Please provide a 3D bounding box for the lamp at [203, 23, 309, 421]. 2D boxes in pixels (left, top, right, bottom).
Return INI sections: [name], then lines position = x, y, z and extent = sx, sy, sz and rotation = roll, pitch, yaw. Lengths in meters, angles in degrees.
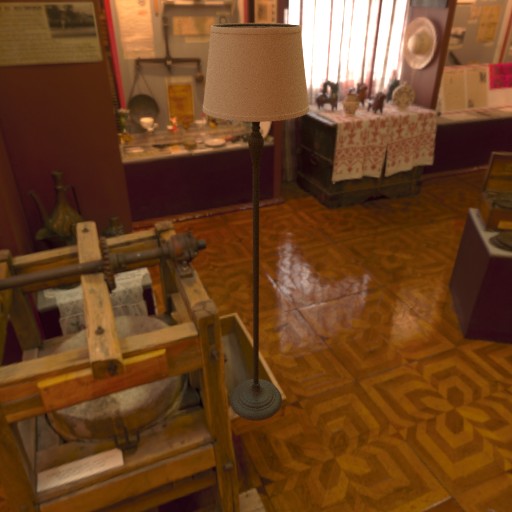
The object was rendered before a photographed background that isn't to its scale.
[lamp]
position = 0.000, 0.000, 1.630
extent = 0.327, 1.506, 0.327
rotation = -11, 32, -18
